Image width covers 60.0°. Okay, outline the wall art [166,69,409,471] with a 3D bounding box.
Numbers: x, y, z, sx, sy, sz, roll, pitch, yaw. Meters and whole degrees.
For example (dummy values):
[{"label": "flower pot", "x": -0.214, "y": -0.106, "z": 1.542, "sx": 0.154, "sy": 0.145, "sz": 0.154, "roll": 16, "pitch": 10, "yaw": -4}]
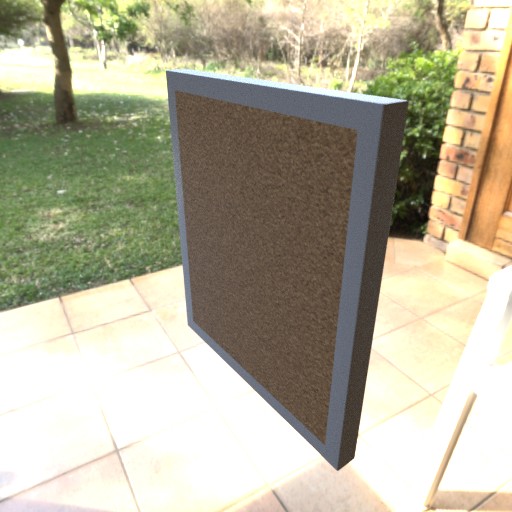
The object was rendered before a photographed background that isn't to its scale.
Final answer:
[{"label": "wall art", "x": 0.000, "y": 0.000, "z": 0.516, "sx": 0.028, "sy": 0.381, "sz": 0.331, "roll": -19, "pitch": 33, "yaw": -32}]
